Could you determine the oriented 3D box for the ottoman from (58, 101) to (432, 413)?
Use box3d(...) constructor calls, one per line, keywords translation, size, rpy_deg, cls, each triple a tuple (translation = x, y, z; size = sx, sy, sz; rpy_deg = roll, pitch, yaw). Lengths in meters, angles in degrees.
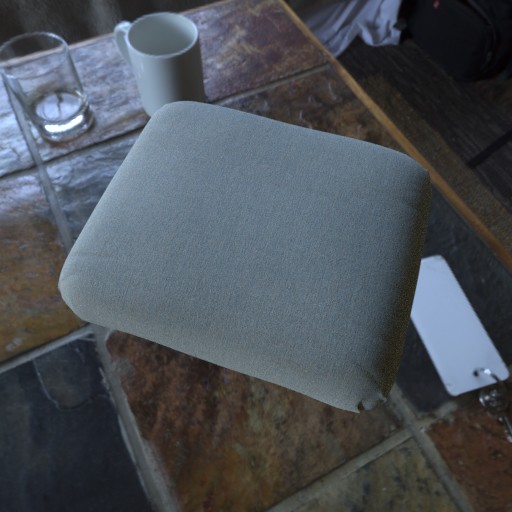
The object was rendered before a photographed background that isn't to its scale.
box3d(translation=(0.000, 0.000, 1.131), size=(0.747, 0.450, 0.622), rpy_deg=(17, 64, 8), cls="ottoman")
